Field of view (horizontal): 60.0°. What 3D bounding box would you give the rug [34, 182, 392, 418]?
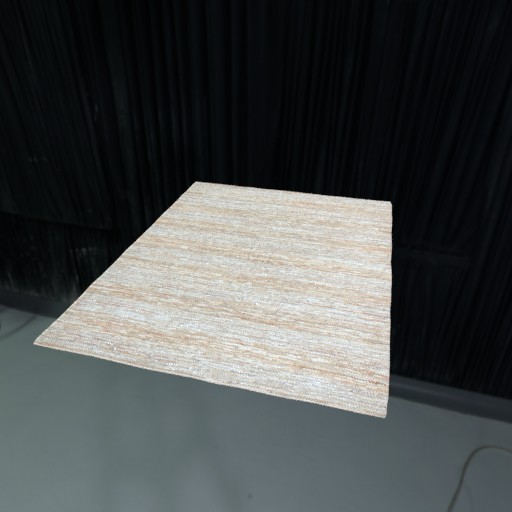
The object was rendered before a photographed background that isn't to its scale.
[{"bbox_3d":[0.000,0.000,3.902,2.313,0.009,2.939,8,33,13],"label":"rug"}]
